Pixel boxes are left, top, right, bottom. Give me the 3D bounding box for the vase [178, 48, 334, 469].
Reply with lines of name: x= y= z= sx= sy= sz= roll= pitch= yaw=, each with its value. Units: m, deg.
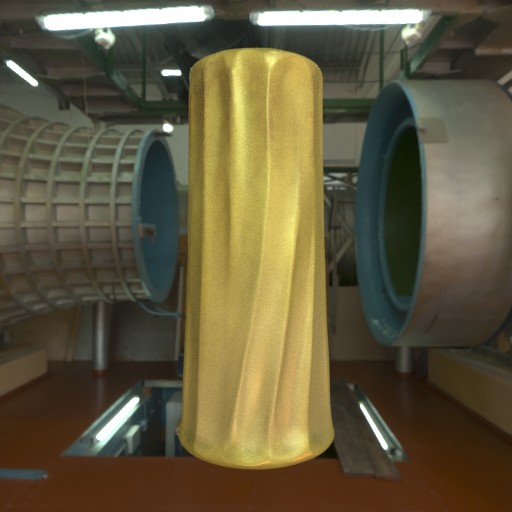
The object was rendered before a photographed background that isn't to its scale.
vase: x=0.000 y=0.000 z=0.176 sx=0.061 sy=0.143 sz=0.061 roll=0 pitch=0 yaw=0
